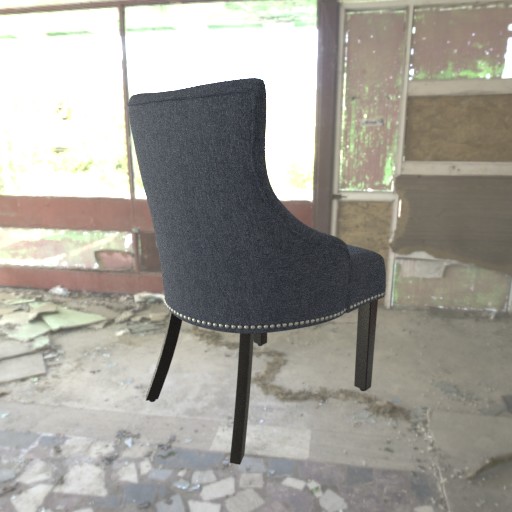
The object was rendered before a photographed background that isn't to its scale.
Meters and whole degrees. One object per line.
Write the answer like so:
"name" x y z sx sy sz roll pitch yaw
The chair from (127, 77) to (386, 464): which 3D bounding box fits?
"chair" 0.000 0.000 1.324 0.629 0.909 0.566 -14 20 -43
